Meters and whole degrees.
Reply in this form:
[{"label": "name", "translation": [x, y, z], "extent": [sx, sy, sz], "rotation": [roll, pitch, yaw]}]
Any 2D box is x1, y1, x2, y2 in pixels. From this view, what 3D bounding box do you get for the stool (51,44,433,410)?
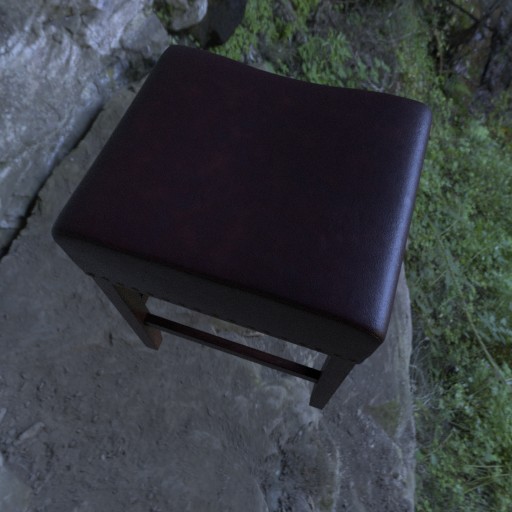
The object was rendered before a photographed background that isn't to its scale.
[{"label": "stool", "translation": [0.000, 0.000, 0.896], "extent": [0.465, 0.608, 0.397], "rotation": [17, 64, 8]}]
